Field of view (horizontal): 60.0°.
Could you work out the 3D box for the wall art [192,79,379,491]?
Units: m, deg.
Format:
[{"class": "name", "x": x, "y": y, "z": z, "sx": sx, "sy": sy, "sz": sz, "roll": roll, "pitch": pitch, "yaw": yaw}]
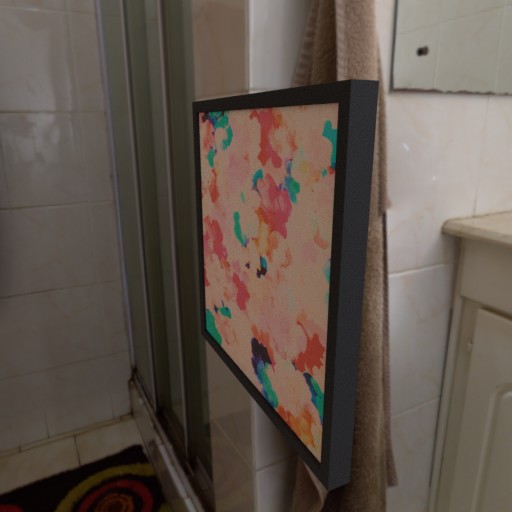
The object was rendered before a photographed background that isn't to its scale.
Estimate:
[{"class": "wall art", "x": 0.000, "y": 0.000, "z": 0.735, "sx": 0.036, "sy": 0.503, "sz": 0.506, "roll": -8, "pitch": 18, "yaw": -25}]
